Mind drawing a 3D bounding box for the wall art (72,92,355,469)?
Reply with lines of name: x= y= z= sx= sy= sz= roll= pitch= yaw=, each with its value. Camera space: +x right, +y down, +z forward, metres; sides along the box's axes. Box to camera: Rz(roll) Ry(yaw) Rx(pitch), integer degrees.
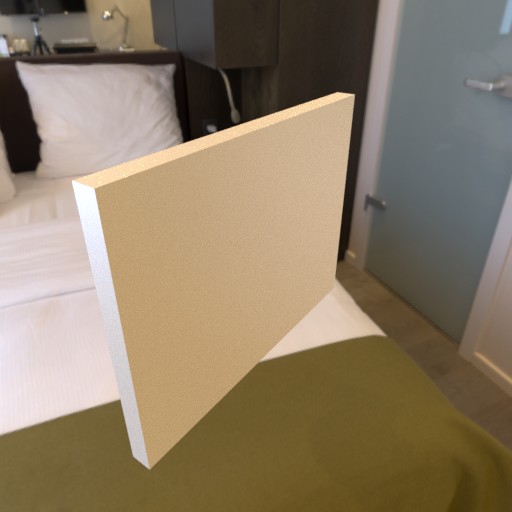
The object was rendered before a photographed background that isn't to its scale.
wall art: x=0.000 y=0.000 z=1.368 sx=0.066 sy=0.801 sz=1.056 roll=20 pitch=36 yaw=31
